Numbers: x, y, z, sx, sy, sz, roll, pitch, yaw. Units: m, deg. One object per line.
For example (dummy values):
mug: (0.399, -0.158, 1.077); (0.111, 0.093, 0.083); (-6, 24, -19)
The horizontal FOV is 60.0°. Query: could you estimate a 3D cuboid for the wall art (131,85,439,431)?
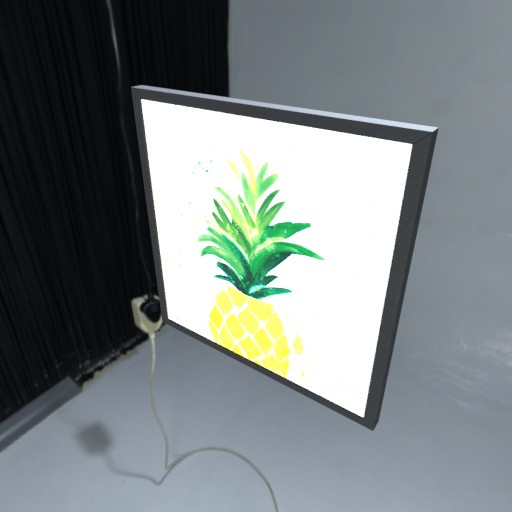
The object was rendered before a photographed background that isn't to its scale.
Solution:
wall art: (0.000, 0.000, 1.147); (0.762, 0.760, 0.037); (20, 35, 30)
